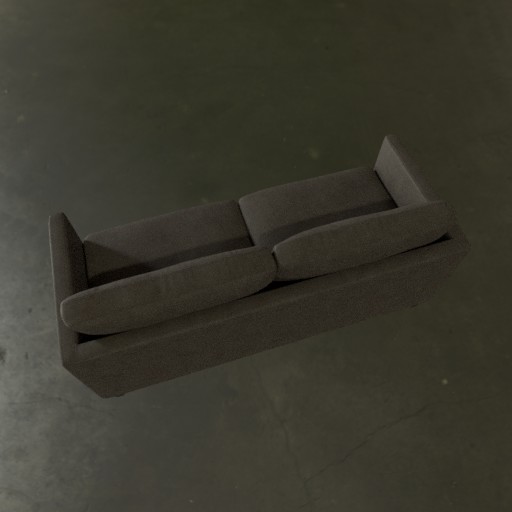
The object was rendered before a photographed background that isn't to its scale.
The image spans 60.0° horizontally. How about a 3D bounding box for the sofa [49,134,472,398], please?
[{"bbox_3d":[0.000,0.000,2.683,2.208,0.965,0.951,-15,60,-9],"label":"sofa"}]
